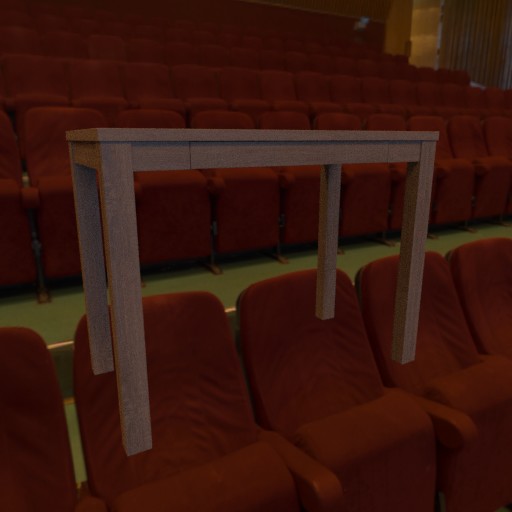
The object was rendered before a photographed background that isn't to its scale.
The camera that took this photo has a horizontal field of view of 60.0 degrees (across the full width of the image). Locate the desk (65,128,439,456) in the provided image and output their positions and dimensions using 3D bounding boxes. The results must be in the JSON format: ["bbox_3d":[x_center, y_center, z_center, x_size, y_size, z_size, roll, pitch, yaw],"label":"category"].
[{"bbox_3d":[0.000,0.000,1.410,0.991,0.762,0.495,-8,17,-28],"label":"desk"}]
